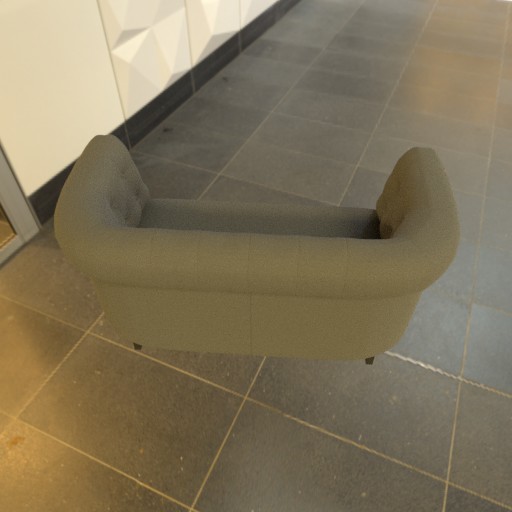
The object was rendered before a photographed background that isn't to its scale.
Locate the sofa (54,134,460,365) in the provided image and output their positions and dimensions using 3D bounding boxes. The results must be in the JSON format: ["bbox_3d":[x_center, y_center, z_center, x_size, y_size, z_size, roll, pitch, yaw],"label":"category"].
[{"bbox_3d":[0.000,0.000,1.980,1.558,0.827,0.835,3,46,3],"label":"sofa"}]
